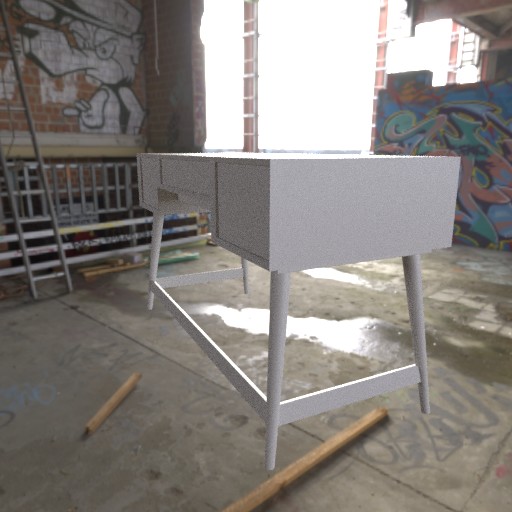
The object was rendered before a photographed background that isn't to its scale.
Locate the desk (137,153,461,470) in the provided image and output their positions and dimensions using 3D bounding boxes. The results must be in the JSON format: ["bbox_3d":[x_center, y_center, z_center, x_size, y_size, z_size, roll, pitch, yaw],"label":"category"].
[{"bbox_3d":[0.000,0.000,1.709,0.589,0.762,1.313,-7,15,-26],"label":"desk"}]
